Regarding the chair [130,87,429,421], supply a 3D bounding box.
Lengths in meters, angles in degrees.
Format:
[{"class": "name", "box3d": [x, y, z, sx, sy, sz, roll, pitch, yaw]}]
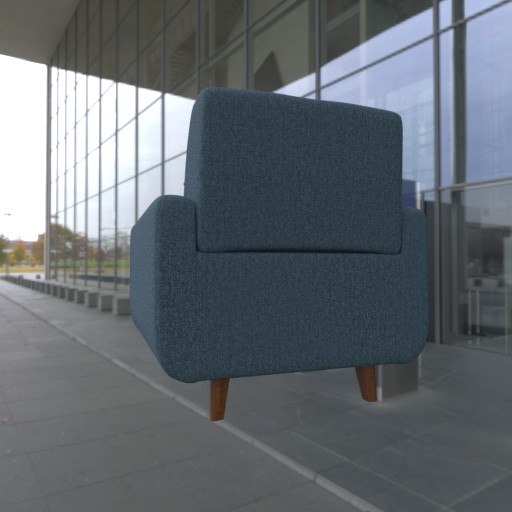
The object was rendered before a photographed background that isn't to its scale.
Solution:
[{"class": "chair", "box3d": [0.000, 0.000, 1.713, 0.880, 0.940, 0.964, 0, -1, -20]}]
